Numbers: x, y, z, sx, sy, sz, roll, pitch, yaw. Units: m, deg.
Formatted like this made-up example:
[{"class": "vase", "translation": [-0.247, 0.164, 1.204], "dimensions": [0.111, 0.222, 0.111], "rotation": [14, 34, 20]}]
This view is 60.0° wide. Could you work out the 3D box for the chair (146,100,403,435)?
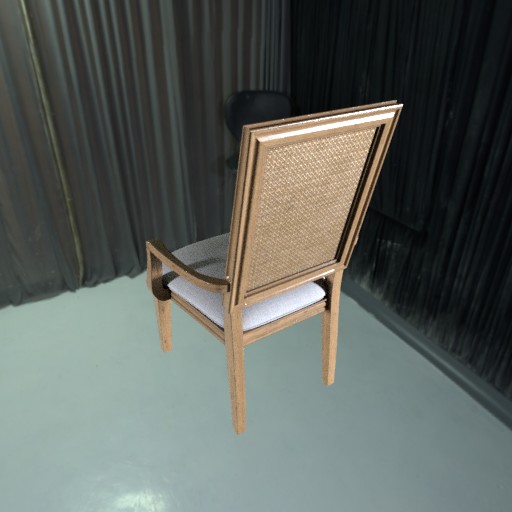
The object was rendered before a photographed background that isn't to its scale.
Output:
[{"class": "chair", "translation": [0.000, 0.000, 1.389], "dimensions": [0.606, 0.990, 0.602], "rotation": [-18, 36, -28]}]
